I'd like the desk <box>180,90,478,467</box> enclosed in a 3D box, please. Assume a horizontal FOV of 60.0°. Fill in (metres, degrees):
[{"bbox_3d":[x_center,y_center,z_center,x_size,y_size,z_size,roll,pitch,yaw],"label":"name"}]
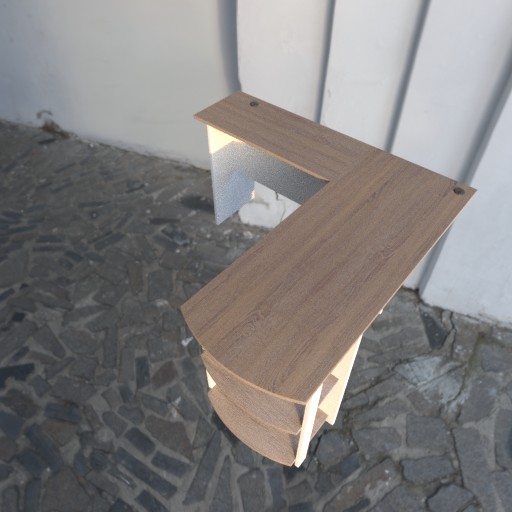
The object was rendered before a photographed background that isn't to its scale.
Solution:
[{"bbox_3d":[0.000,0.000,2.101,1.361,0.716,1.303,32,55,26],"label":"desk"}]
